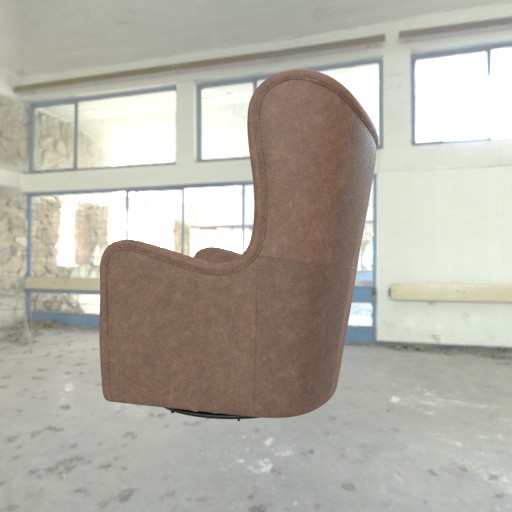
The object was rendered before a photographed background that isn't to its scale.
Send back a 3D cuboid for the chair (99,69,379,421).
[{"bbox_3d":[0.000,0.000,1.738,0.930,1.079,0.831,0,-1,18],"label":"chair"}]
